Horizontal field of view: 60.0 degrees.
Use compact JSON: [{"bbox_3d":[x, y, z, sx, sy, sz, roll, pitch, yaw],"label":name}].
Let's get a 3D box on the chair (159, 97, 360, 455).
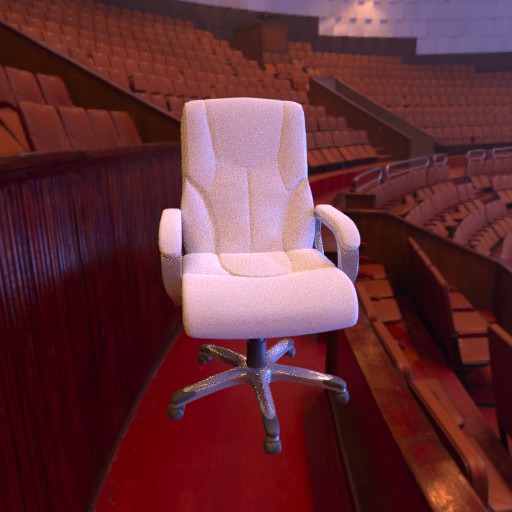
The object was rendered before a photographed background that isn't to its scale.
[{"bbox_3d":[0.000,0.000,1.599,0.687,1.120,0.738,-2,16,-9],"label":"chair"}]
